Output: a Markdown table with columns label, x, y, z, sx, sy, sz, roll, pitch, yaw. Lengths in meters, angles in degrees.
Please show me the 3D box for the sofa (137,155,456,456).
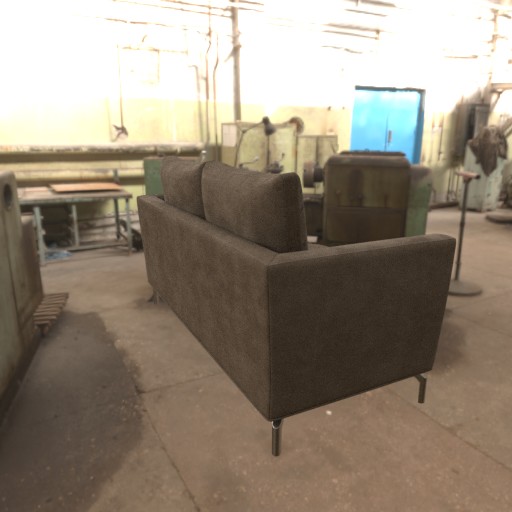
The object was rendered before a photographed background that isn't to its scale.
| label | x | y | z | sx | sy | sz | roll | pitch | yaw |
| --- | --- | --- | --- | --- | --- | --- | --- | --- | --- |
| sofa | 0.000 | 0.000 | 2.377 | 0.855 | 1.013 | 1.832 | -8 | 17 | -26 |
